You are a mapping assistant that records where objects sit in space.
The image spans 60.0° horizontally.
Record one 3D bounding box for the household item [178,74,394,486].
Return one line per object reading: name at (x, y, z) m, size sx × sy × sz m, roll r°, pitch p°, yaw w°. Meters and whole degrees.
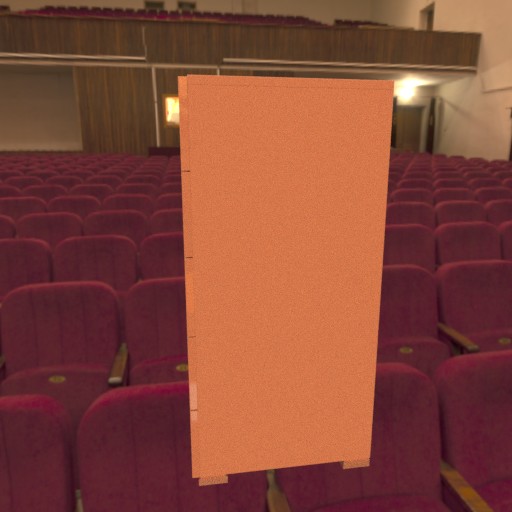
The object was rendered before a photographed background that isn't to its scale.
household item at (0.000, 0.000, 1.318) m, size 0.420 × 0.870 × 0.800 m, roll -2°, pitch 13°, yaw -9°
